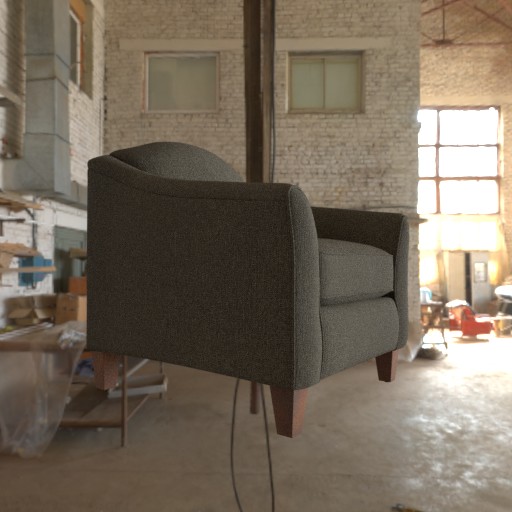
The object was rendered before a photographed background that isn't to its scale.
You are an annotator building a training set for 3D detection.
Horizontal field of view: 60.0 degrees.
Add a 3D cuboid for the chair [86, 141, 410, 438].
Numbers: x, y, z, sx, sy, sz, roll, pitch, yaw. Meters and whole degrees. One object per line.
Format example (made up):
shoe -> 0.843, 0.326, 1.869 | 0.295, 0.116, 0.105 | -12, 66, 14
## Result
chair -> 0.000, 0.000, 1.450 | 0.787, 0.839, 0.763 | -1, -2, 37
